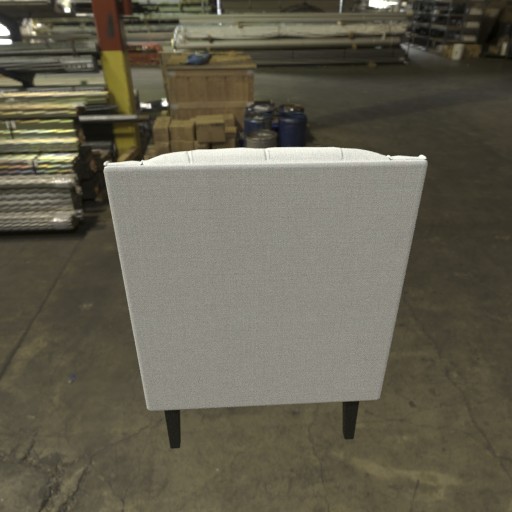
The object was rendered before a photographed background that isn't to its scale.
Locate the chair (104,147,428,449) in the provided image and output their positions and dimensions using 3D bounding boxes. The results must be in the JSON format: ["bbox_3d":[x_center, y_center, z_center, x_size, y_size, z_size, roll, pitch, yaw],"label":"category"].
[{"bbox_3d":[0.000,0.000,1.395,0.658,0.891,0.772,-2,31,-3],"label":"chair"}]
